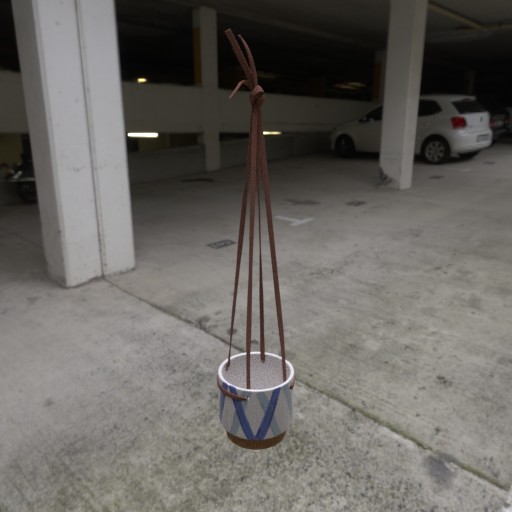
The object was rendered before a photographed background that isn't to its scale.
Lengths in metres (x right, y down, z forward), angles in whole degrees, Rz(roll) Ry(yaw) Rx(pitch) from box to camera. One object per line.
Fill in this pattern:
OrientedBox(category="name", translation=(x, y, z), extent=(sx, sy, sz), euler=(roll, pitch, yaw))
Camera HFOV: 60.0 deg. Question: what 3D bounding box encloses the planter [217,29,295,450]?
OrientedBox(category="planter", translation=(0.000, 0.000, 0.822), extent=(0.157, 0.753, 0.153), euler=(-15, 22, -42))
